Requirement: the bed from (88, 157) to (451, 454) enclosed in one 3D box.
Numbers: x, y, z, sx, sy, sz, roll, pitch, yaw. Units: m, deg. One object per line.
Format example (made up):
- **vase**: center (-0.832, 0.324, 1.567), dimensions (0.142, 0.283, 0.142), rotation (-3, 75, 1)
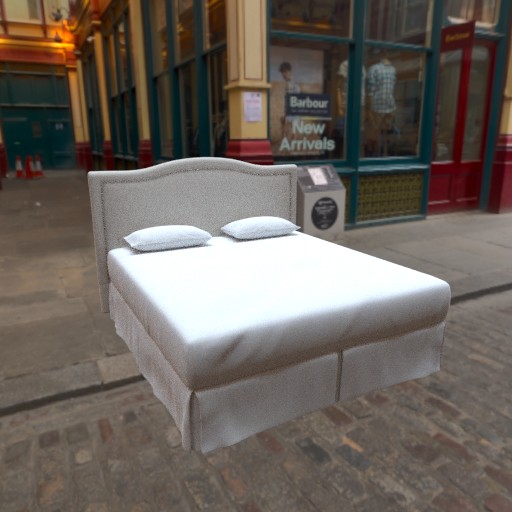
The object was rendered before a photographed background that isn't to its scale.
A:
- **bed**: center (0.000, 0.000, 3.462), dimensions (2.083, 1.421, 2.182), rotation (-8, 17, -27)
